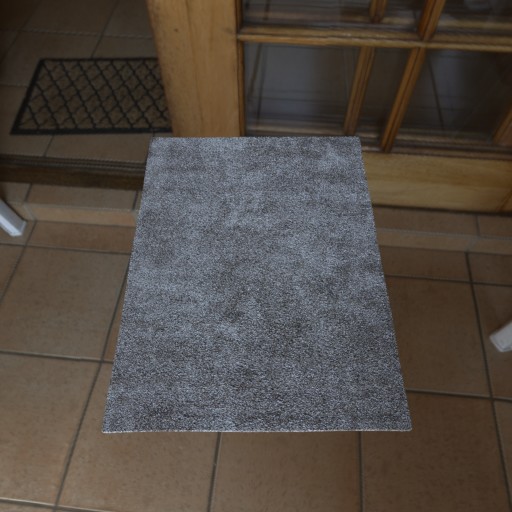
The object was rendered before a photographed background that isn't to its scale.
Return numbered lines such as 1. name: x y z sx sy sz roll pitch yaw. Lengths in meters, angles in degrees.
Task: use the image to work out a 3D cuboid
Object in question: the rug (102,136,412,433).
1. rug: 0.000 0.000 2.135 1.198 0.025 1.601 0 58 0
